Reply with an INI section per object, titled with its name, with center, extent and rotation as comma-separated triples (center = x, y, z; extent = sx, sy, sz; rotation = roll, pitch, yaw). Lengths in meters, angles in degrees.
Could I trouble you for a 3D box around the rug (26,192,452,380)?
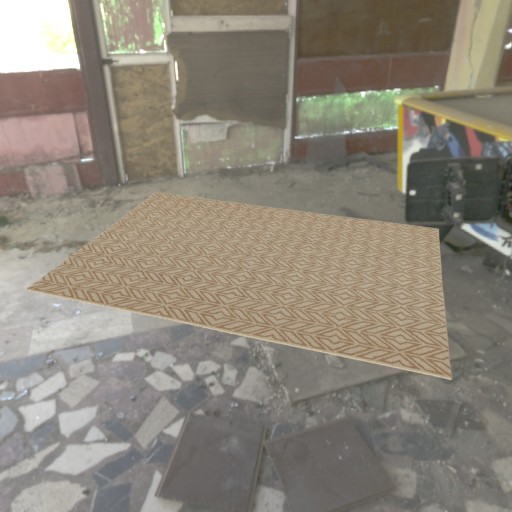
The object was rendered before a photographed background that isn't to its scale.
[rug]
center = 0.000, 0.000, 2.293
extent = 1.828, 0.007, 1.220
rotation = 9, 32, 15
